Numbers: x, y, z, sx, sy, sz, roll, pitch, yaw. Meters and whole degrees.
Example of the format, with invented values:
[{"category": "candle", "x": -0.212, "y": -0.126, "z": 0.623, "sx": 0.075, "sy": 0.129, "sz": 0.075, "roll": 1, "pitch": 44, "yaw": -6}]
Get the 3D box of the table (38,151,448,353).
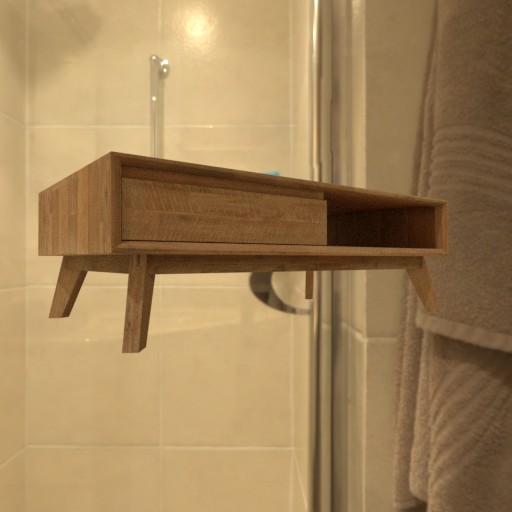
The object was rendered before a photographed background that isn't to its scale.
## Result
[{"category": "table", "x": 0.000, "y": 0.000, "z": 1.995, "sx": 1.619, "sy": 0.531, "sz": 0.918, "roll": 0, "pitch": -1, "yaw": -37}]
